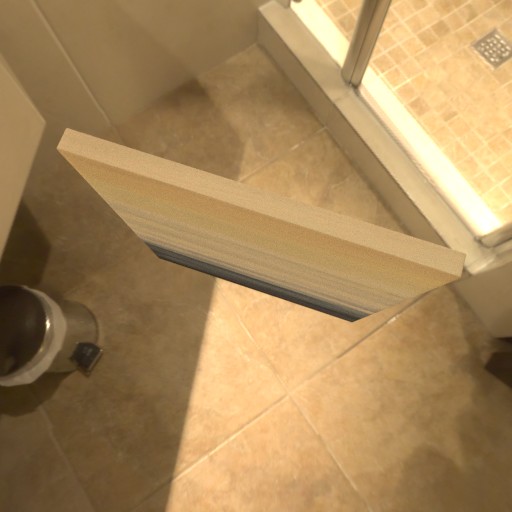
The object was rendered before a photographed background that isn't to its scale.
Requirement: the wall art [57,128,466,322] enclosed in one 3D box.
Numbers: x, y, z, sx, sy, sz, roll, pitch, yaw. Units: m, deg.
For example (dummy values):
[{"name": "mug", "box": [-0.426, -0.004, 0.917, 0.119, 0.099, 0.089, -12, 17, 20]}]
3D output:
[{"name": "wall art", "box": [0.000, 0.000, 0.977, 0.608, 0.710, 0.041, 18, 77, 4]}]
